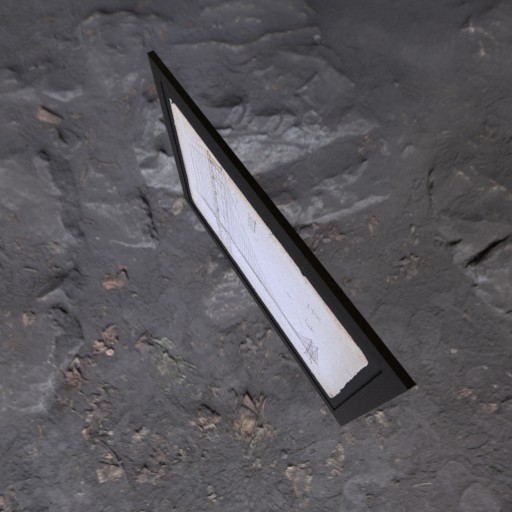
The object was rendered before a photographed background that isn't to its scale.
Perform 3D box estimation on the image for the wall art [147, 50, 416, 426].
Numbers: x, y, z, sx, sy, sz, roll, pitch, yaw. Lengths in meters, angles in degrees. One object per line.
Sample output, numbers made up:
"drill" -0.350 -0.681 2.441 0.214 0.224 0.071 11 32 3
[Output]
"wall art" 0.000 0.000 0.831 0.013 0.447 0.660 -30 68 -14
